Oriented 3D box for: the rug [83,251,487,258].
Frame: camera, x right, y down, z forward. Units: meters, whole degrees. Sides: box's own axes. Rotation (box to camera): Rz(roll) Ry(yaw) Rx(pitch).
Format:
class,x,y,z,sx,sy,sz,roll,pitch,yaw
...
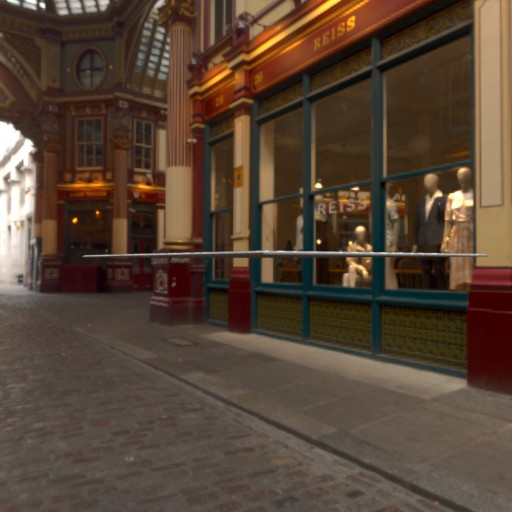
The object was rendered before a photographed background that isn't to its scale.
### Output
class,x,y,z,sx,sy,sz,roll,pitch,yaw
rug,0.000,0.000,2.884,1.578,0.014,2.206,0,-1,-37
